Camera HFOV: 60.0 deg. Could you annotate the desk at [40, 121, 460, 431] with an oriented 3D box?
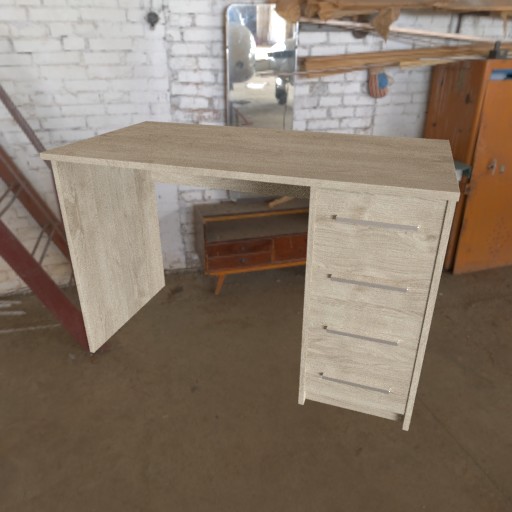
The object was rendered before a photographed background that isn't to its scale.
[{"bbox_3d":[0.000,0.000,1.482,1.096,0.730,0.560,9,28,17],"label":"desk"}]
